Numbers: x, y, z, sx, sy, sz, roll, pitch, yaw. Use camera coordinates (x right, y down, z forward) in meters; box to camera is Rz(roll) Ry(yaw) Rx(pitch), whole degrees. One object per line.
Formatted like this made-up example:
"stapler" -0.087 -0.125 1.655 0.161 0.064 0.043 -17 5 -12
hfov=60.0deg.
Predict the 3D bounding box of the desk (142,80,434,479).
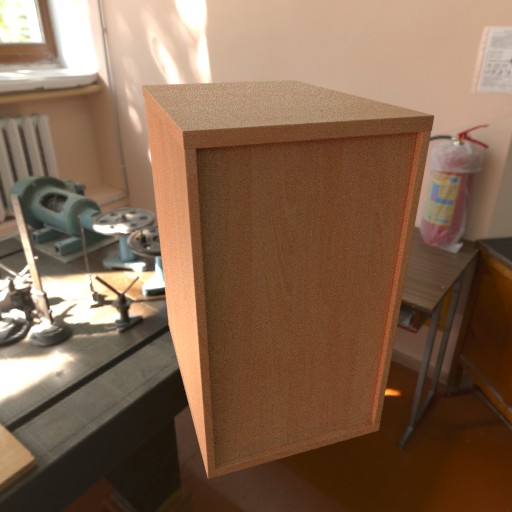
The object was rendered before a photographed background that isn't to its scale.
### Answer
"desk" 0.000 0.000 1.071 0.404 0.730 0.600 -8 28 -16
